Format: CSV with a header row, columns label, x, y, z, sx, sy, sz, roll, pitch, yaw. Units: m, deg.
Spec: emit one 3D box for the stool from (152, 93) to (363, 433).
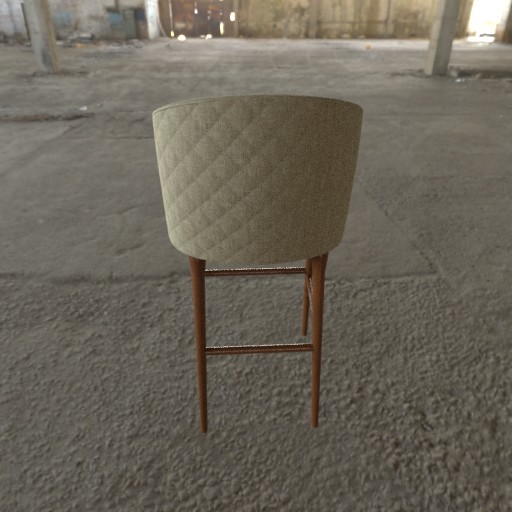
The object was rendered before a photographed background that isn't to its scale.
label,x,y,z,sx,sy,sz,roll,pitch,yaw
stool,0.000,0.000,1.438,0.559,1.078,0.607,-2,28,-3
